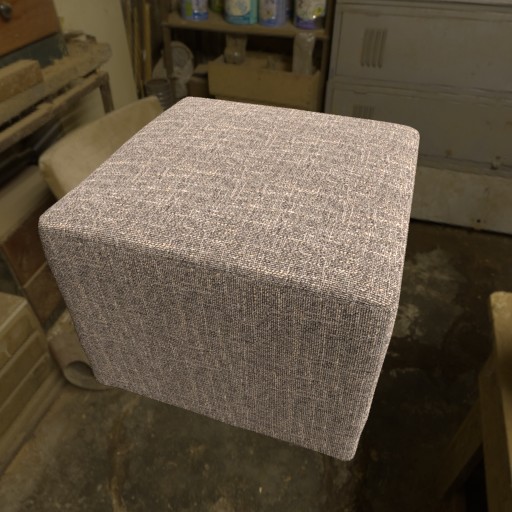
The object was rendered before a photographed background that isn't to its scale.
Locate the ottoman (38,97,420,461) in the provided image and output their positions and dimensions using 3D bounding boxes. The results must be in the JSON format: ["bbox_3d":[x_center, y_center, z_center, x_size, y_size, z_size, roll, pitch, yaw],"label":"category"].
[{"bbox_3d":[0.000,0.000,0.871,0.521,0.453,0.512,12,42,14],"label":"ottoman"}]
